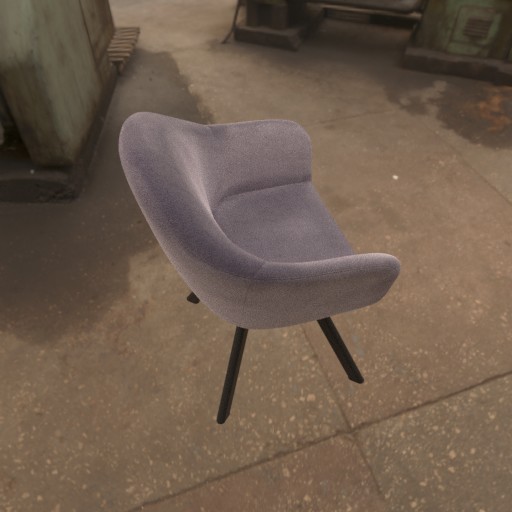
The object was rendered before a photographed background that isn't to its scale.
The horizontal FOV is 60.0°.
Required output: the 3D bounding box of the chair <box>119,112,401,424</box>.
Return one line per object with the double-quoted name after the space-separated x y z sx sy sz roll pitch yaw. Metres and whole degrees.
0.000 0.000 1.150 0.540 0.780 0.570 -12 47 -11 "chair"
